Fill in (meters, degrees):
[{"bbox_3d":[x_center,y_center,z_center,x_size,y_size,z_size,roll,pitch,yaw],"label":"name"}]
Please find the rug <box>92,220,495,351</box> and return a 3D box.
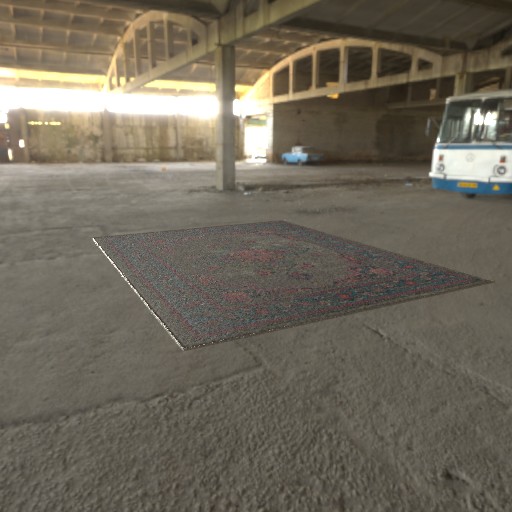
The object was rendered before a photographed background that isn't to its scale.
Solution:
[{"bbox_3d":[0.000,0.000,4.063,2.434,0.013,3.057,-7,16,-27],"label":"rug"}]
